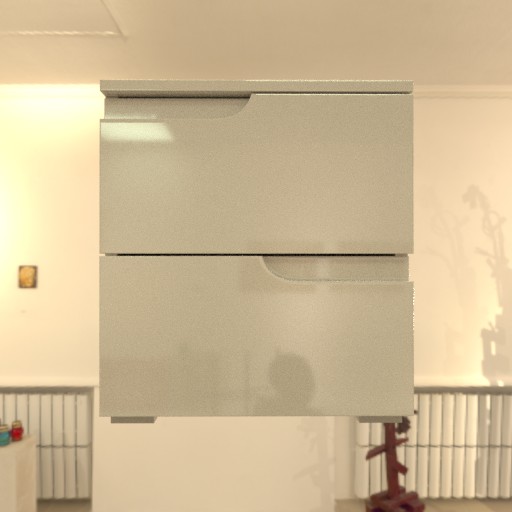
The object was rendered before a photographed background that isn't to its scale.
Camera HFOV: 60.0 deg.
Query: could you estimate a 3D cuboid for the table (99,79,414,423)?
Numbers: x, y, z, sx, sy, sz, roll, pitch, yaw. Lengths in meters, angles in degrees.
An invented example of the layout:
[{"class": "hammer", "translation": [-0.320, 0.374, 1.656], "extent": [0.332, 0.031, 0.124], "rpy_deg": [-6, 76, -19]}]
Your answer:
[{"class": "table", "translation": [0.000, 0.000, 0.792], "extent": [0.420, 0.470, 0.400], "rpy_deg": [0, 0, 0]}]
